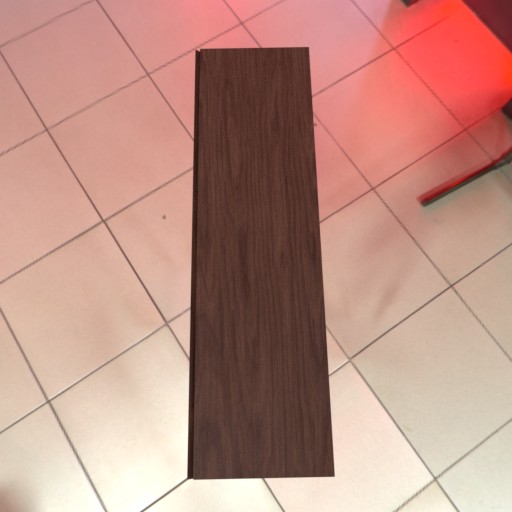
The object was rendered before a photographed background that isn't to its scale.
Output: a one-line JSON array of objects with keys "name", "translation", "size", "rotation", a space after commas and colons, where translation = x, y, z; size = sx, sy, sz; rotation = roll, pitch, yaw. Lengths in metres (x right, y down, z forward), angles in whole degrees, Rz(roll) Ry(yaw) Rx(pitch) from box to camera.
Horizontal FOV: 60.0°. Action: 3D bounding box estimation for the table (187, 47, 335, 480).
[{"name": "table", "translation": [0.000, 0.000, 1.638], "size": [0.405, 0.508, 1.397], "rotation": [-1, 75, 0]}]
